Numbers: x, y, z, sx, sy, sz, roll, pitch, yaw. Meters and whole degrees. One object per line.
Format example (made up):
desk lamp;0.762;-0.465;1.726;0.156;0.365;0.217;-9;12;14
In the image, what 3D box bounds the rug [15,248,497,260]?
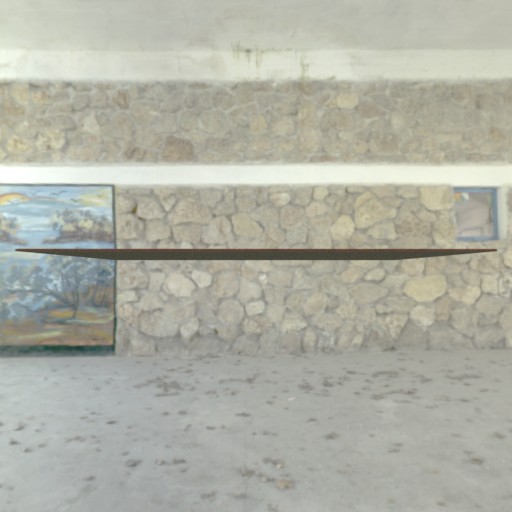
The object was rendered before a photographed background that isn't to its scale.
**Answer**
rug;0.000;0.000;2.282;1.829;0.010;1.219;0;-2;0
